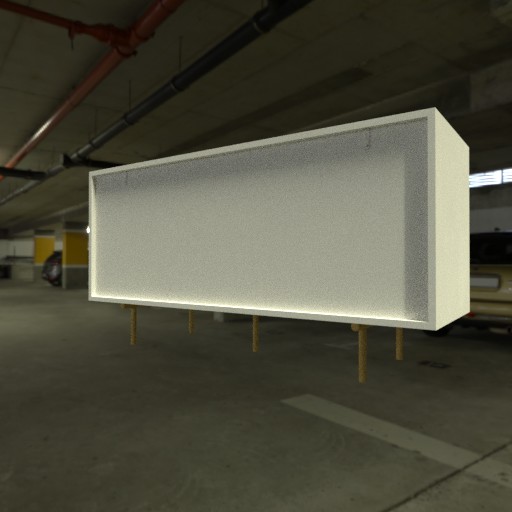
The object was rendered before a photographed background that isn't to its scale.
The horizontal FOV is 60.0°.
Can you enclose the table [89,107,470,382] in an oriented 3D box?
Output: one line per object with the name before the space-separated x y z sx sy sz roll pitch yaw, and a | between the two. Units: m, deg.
table | 0.000 0.000 1.798 1.500 0.769 0.508 0 -1 35
